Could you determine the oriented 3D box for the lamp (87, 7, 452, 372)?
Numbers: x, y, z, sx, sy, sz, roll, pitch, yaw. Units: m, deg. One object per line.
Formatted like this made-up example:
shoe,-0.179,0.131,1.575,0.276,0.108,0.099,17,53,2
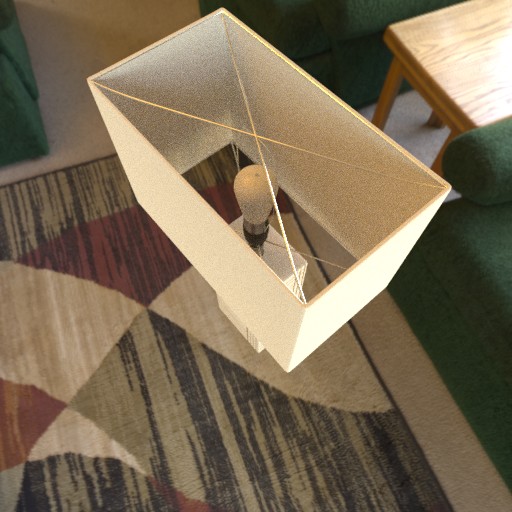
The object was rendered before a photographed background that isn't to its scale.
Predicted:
lamp,0.000,0.000,0.670,0.182,0.543,0.334,-37,69,-17
